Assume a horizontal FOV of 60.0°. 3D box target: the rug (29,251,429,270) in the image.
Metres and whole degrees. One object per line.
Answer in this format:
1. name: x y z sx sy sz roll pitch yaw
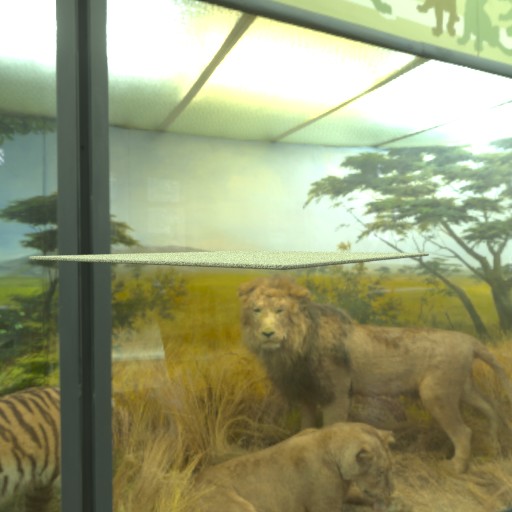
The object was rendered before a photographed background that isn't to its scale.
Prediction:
1. rug: 0.000 0.000 4.188 2.438 0.029 3.047 1 2 34
